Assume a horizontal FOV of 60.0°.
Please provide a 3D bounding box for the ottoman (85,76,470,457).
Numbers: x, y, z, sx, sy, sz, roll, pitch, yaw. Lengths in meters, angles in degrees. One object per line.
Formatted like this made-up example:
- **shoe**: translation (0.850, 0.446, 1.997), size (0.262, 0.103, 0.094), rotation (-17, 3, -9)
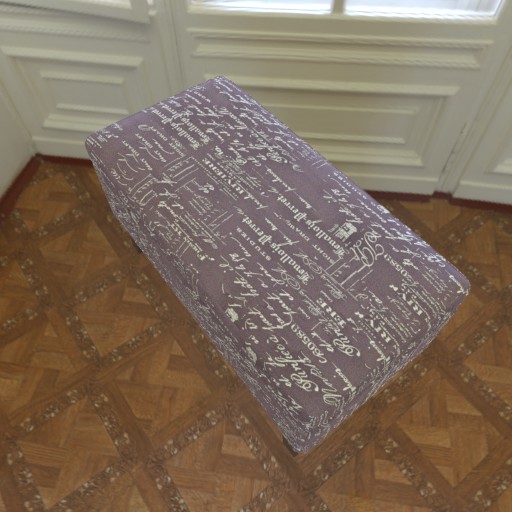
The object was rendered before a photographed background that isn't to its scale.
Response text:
- **ottoman**: translation (0.000, 0.000, 1.077), size (0.406, 0.457, 0.813), rotation (-33, 63, -20)
